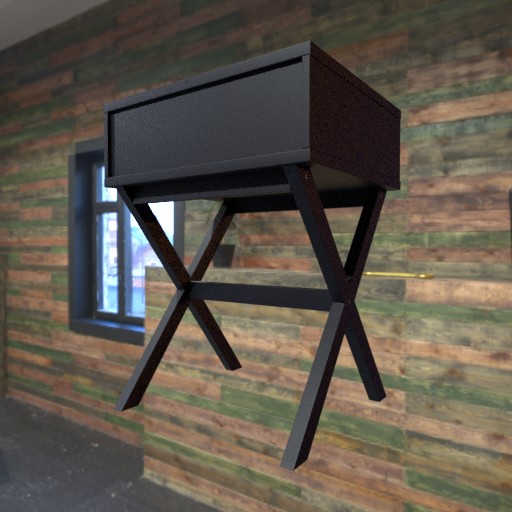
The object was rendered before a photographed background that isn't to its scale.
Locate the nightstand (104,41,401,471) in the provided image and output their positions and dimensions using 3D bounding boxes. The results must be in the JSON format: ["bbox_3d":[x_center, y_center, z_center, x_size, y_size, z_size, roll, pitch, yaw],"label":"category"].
[{"bbox_3d":[0.000,0.000,0.935,0.479,0.623,0.402,1,2,36],"label":"nightstand"}]
